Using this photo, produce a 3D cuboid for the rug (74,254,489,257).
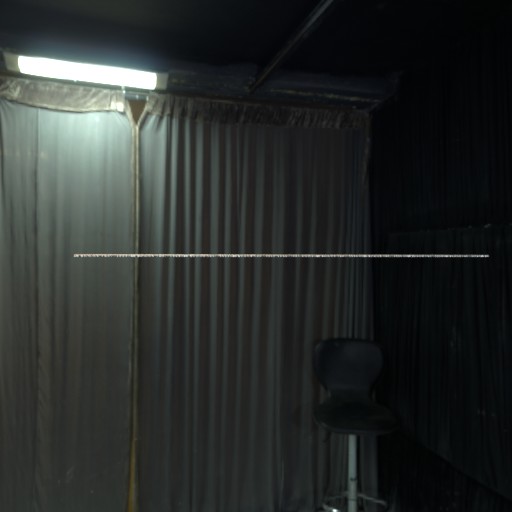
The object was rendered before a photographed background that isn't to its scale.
[{"bbox_3d":[0.000,0.000,3.937,2.932,0.015,2.315,0,0,-21],"label":"rug"}]
